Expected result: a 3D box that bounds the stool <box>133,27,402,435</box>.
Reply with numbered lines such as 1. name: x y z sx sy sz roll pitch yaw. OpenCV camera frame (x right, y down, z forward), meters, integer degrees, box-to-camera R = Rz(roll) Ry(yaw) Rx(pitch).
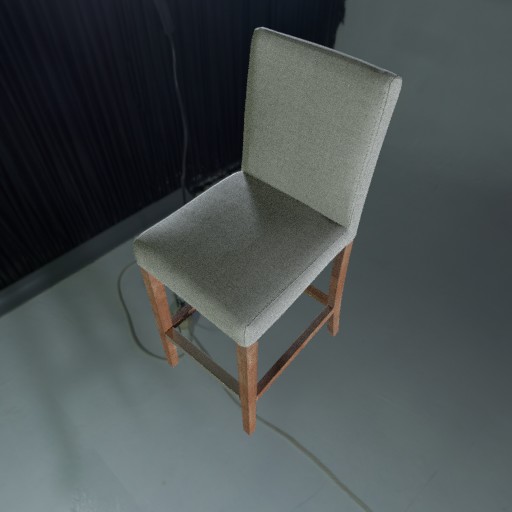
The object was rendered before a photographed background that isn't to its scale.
1. stool: 0.000 0.000 1.352 0.439 1.088 0.570 33 56 26
